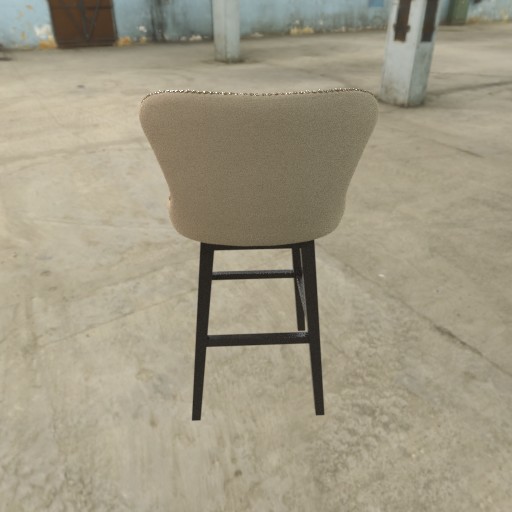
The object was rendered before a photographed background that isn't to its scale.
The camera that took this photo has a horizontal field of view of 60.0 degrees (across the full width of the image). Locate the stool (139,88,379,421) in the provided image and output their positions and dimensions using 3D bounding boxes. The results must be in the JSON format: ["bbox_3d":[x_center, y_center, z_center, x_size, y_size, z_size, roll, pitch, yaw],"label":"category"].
[{"bbox_3d":[0.000,0.000,1.371,0.528,1.066,0.605,-1,30,-3],"label":"stool"}]
